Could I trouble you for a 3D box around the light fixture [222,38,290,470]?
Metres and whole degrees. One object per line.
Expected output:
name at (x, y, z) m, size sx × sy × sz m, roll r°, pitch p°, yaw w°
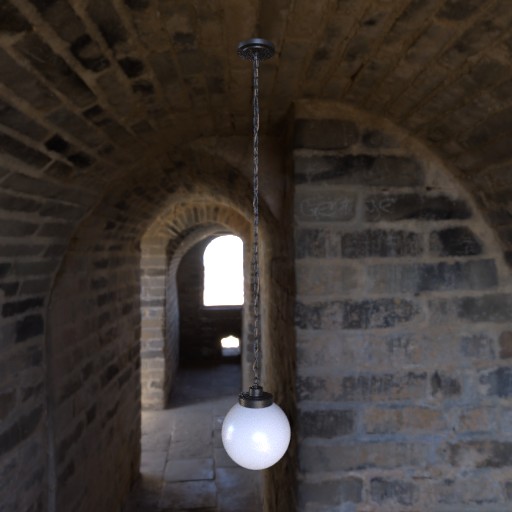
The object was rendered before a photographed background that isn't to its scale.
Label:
light fixture at (0.000, 0.000, 1.979) m, size 0.305 × 1.867 × 0.304 m, roll 0°, pitch -1°, yaw 37°
